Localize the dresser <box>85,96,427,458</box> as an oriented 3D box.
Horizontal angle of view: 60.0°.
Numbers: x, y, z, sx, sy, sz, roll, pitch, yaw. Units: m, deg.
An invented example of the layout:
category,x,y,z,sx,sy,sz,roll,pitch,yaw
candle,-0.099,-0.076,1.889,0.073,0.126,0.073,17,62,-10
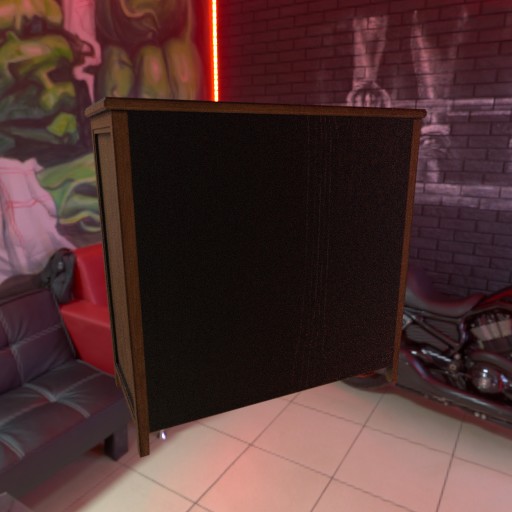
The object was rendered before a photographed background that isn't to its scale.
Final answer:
category,x,y,z,sx,sy,sz,roll,pitch,yaw
dresser,0.000,0.000,1.939,1.250,1.224,0.591,-7,16,-25
